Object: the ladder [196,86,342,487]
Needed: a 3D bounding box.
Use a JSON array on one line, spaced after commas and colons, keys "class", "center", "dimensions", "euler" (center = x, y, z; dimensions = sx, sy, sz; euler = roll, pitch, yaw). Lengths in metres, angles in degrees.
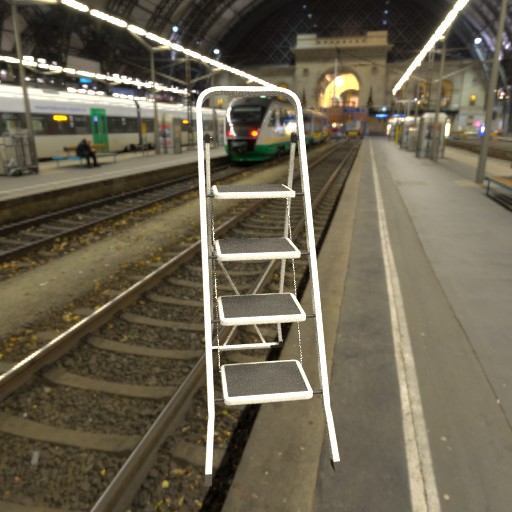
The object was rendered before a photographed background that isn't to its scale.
[{"class": "ladder", "center": [0.000, 0.000, 1.712], "dimensions": [0.460, 1.265, 0.914], "euler": [-2, 16, -7]}]
